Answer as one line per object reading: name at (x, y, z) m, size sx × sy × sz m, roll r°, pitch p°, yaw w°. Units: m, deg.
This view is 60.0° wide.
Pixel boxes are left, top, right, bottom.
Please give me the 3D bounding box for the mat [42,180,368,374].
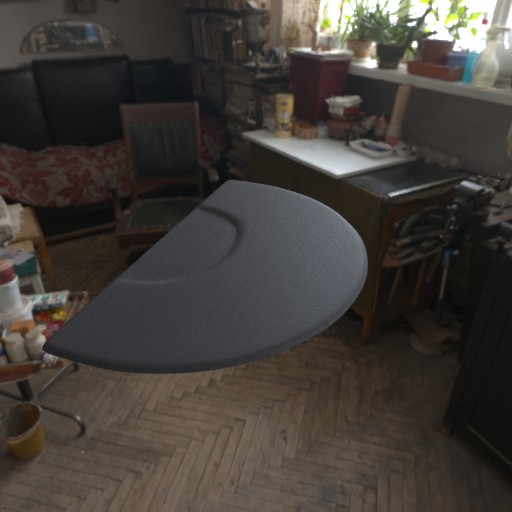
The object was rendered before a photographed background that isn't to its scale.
mat at (0.000, 0.000, 1.866) m, size 0.917 × 0.022 × 1.525 m, roll 11°, pitch 33°, yaw 17°
